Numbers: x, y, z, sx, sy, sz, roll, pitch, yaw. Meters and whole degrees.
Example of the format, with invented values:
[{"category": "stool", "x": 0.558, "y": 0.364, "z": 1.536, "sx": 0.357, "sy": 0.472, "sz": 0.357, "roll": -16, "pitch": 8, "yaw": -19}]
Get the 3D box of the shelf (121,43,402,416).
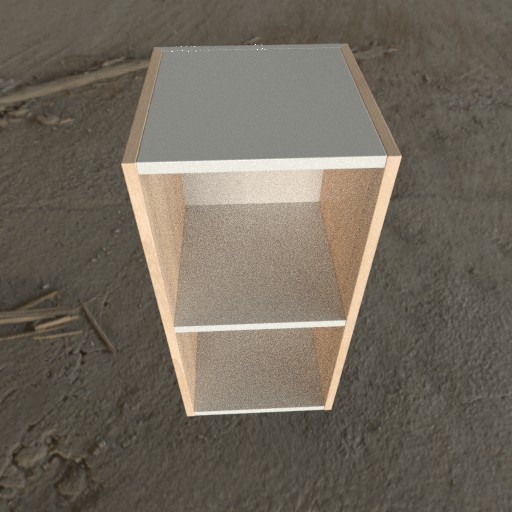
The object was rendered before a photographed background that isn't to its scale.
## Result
[{"category": "shelf", "x": 0.000, "y": 0.000, "z": 0.769, "sx": 0.290, "sy": 0.594, "sz": 0.297, "roll": -2, "pitch": 46, "yaw": -2}]
